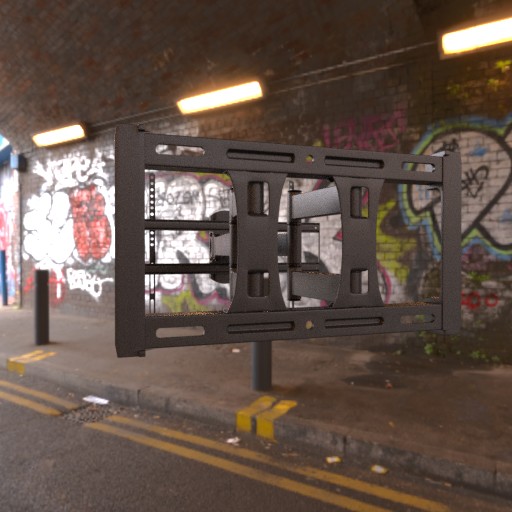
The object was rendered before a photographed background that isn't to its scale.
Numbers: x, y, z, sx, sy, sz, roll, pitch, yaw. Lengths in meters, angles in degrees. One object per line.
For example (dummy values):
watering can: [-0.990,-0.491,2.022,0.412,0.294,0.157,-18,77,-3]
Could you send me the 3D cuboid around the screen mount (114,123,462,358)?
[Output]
screen mount: [0.000,0.000,1.086,0.661,0.491,0.644,0,0,-18]
